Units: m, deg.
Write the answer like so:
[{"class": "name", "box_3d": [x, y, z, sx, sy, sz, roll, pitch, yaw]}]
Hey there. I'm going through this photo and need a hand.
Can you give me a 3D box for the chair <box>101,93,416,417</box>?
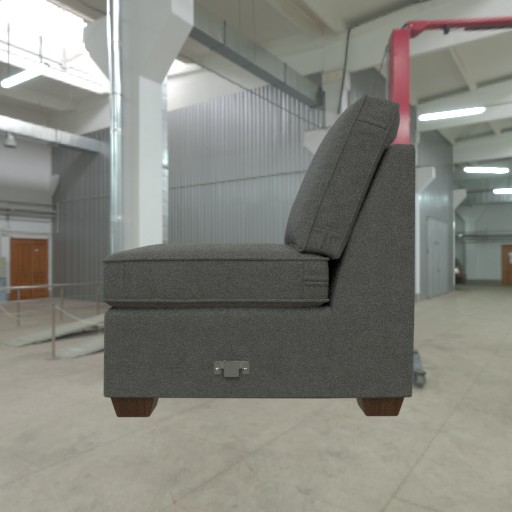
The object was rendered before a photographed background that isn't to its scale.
[{"class": "chair", "box_3d": [0.000, 0.000, 1.593, 0.938, 0.970, 0.621, 0, 0, -1]}]
